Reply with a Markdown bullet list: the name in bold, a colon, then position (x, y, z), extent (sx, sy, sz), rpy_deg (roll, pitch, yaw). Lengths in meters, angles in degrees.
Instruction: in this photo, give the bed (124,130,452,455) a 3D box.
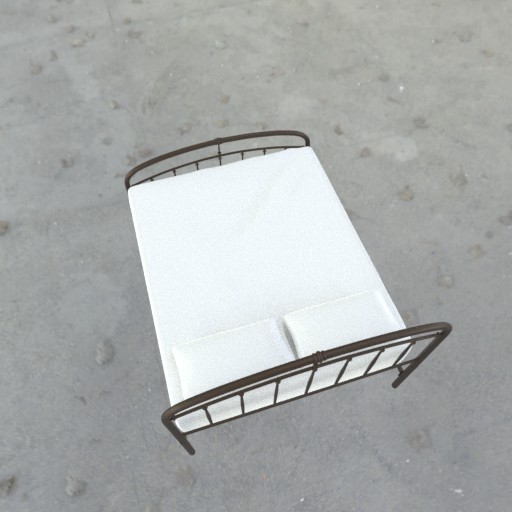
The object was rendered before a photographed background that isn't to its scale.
- **bed**: position (0.000, 0.000, 3.318), extent (1.711, 1.425, 2.180), rpy_deg (-15, 59, -9)
